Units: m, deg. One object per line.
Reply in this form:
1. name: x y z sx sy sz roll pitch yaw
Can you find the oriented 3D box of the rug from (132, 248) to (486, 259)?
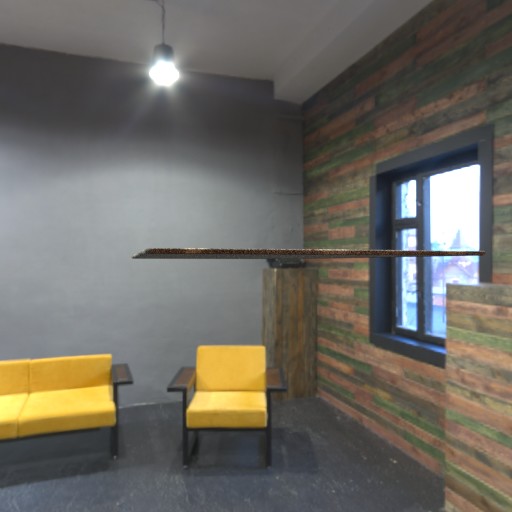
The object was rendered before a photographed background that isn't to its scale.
1. rug: 0.000 0.000 3.428 1.801 0.026 2.701 0 -1 -17
